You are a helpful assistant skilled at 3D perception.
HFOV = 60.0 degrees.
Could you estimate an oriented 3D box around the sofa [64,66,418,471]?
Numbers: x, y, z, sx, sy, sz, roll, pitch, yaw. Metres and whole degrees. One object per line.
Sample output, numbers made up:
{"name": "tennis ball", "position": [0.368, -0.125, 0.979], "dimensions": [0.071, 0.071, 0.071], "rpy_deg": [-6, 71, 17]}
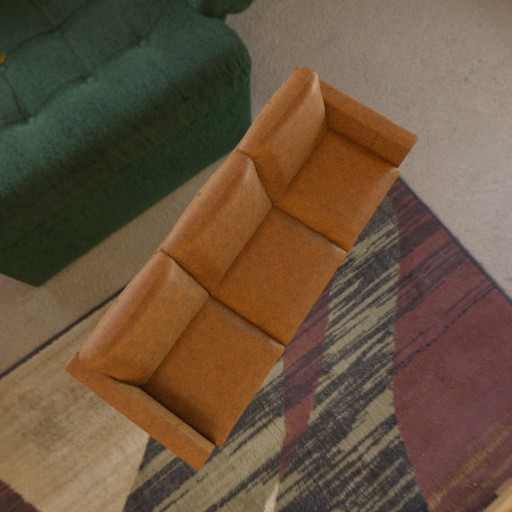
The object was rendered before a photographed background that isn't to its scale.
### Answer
{"name": "sofa", "position": [0.000, 0.000, 2.679], "dimensions": [0.903, 0.930, 2.231], "rpy_deg": [34, 78, 8]}
